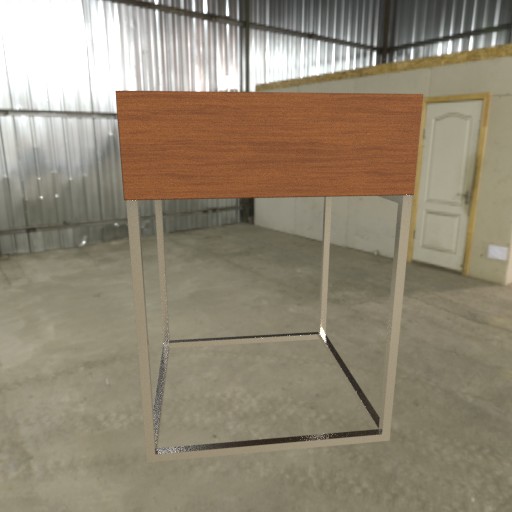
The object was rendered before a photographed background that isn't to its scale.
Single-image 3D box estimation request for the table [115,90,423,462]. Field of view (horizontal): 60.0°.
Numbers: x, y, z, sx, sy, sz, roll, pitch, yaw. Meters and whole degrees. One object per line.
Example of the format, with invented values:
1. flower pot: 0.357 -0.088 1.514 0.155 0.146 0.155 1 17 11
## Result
1. table: 0.000 0.000 0.824 0.397 0.540 0.398 -2 16 -7
